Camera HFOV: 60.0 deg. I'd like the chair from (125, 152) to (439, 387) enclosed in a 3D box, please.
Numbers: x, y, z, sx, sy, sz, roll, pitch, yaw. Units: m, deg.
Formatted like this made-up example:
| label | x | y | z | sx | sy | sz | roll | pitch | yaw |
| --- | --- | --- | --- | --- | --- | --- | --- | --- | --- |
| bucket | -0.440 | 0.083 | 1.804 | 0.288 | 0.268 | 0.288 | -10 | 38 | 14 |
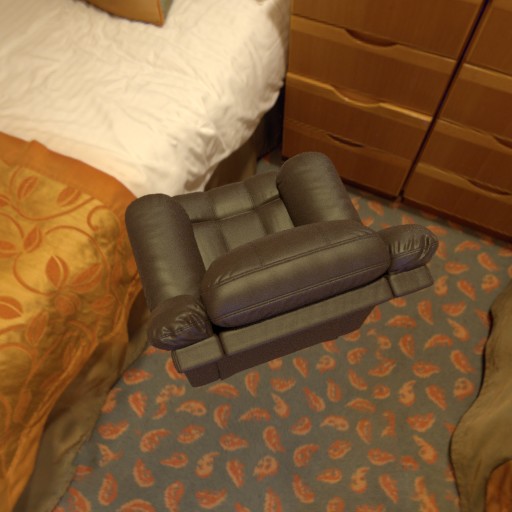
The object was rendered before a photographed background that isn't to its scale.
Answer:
| label | x | y | z | sx | sy | sz | roll | pitch | yaw |
| --- | --- | --- | --- | --- | --- | --- | --- | --- | --- |
| chair | 0.000 | 0.000 | 1.756 | 0.899 | 1.009 | 0.934 | -17 | 61 | -10 |
